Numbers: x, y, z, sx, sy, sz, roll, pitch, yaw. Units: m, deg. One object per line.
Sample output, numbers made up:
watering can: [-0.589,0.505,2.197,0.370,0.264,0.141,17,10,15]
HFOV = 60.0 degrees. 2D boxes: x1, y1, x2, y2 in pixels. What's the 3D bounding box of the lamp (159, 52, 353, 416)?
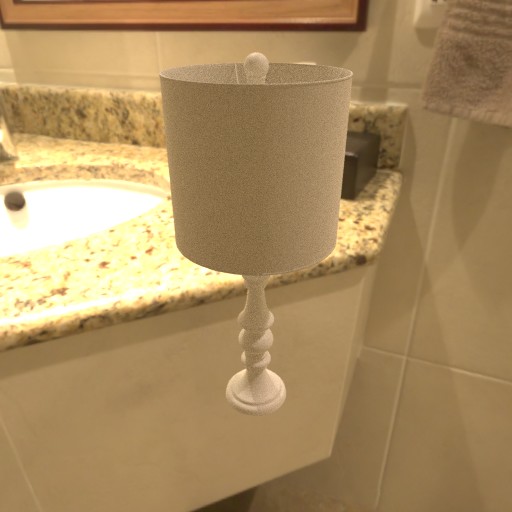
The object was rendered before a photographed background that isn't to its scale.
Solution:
lamp: [0.000,0.000,0.714,0.250,0.597,0.250,-7,29,-13]
